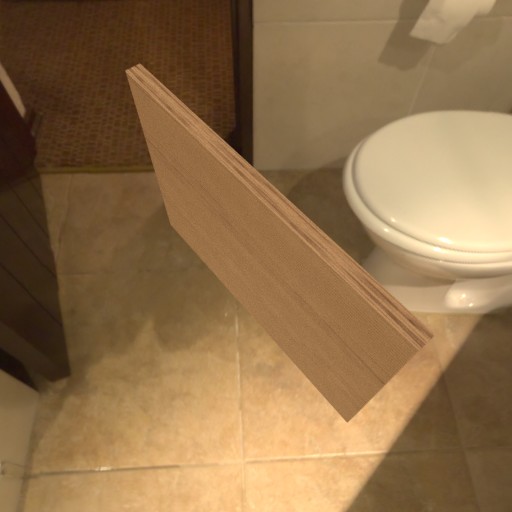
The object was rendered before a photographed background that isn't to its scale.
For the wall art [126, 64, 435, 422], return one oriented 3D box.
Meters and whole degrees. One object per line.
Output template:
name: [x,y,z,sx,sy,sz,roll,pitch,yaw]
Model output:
wall art: [0.000,0.000,1.104,0.063,0.609,0.841,-36,66,-19]
